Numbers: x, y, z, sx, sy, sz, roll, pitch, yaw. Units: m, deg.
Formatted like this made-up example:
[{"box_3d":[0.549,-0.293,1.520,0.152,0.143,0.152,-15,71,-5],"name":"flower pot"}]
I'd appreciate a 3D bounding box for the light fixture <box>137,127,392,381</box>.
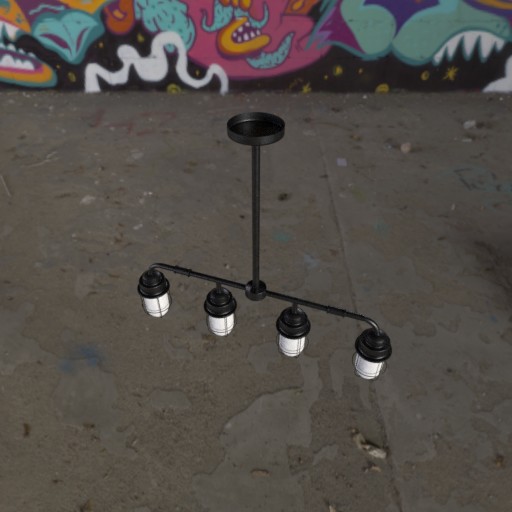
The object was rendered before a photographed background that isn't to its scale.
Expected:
[{"box_3d":[0.000,0.000,1.253,0.852,0.785,0.131,13,43,15],"name":"light fixture"}]
